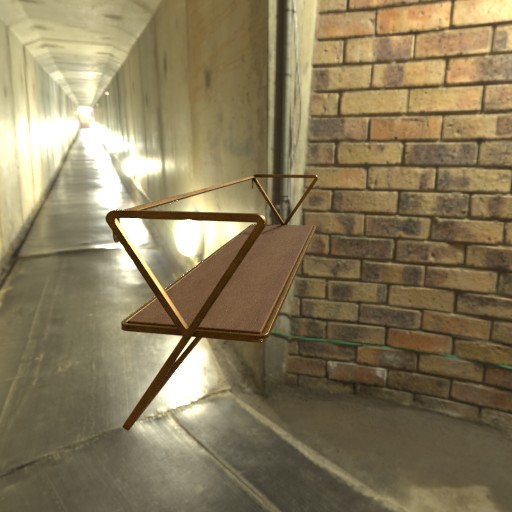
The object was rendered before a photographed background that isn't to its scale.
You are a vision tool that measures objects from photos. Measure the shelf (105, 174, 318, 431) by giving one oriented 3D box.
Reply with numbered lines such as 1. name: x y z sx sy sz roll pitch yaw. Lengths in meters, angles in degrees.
1. shelf: 0.000 0.000 0.724 0.150 0.229 0.645 3 14 11
